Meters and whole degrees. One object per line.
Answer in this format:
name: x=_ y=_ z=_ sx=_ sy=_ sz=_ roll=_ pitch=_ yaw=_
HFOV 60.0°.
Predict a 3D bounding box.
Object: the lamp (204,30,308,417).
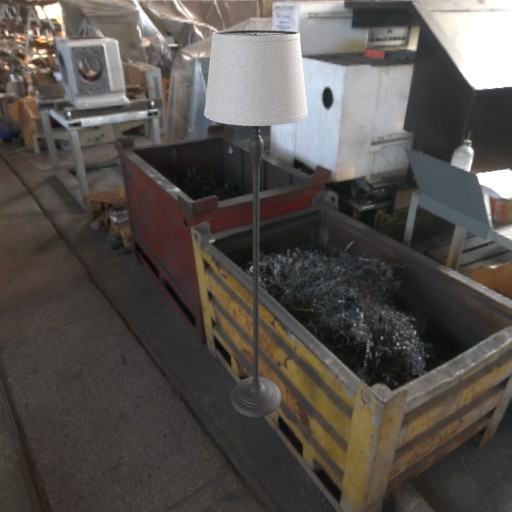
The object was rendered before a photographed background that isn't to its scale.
lamp: x=0.000 y=0.000 z=1.669 sx=0.327 sy=1.506 sz=0.327 roll=11 pitch=32 yaw=18
